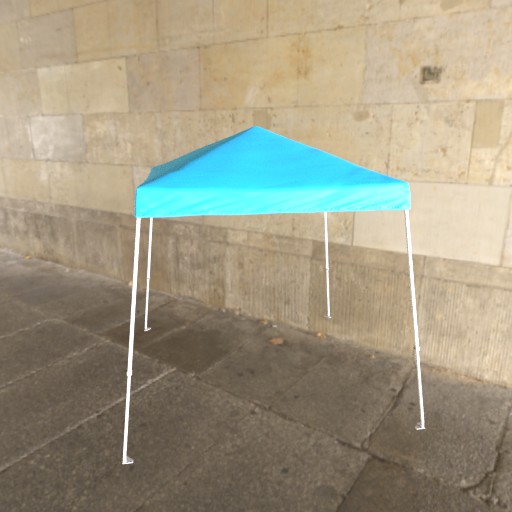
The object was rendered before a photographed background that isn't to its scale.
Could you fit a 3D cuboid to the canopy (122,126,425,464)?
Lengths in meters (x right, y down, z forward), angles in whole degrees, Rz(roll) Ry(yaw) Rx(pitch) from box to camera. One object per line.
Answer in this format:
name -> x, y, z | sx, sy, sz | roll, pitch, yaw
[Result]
canopy -> 0.000, 0.000, 5.061 | 2.849, 2.849, 2.848 | -3, 15, -9
